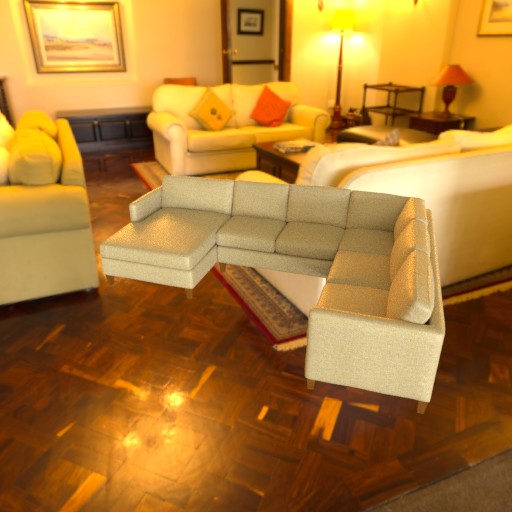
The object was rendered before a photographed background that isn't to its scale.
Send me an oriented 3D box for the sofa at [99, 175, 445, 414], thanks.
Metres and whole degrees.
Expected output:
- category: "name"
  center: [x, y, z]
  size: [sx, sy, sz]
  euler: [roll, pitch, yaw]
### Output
- category: "sofa"
  center: [0.000, 0.000, 4.586]
  size: [3.460, 0.961, 2.594]
  euler: [8, 27, 16]
